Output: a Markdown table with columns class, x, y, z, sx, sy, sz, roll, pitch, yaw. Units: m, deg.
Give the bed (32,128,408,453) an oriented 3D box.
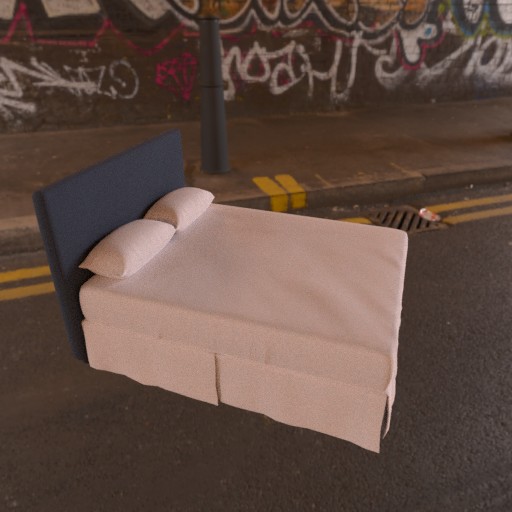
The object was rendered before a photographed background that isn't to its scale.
| class | x | y | z | sx | sy | sz | roll | pitch | yaw |
| --- | --- | --- | --- | --- | --- | --- | --- | --- | --- |
| bed | 0.000 | 0.000 | 3.196 | 2.162 | 1.330 | 1.713 | 10 | 31 | 17 |
